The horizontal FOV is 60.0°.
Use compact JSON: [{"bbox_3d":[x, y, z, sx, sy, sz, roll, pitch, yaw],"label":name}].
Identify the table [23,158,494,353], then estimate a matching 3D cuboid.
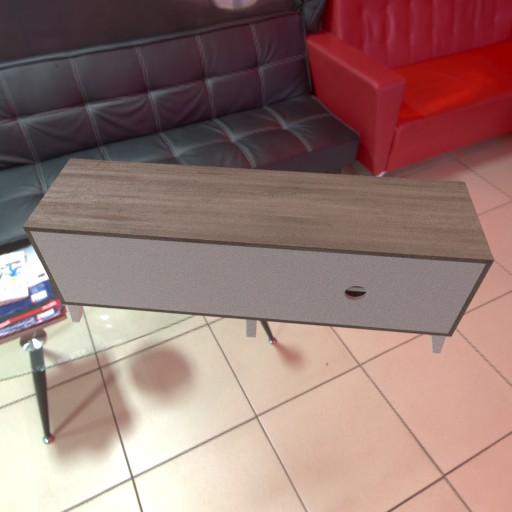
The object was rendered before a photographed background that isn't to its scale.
[{"bbox_3d":[0.000,0.000,1.731,1.500,0.530,0.400,4,46,4],"label":"table"}]
